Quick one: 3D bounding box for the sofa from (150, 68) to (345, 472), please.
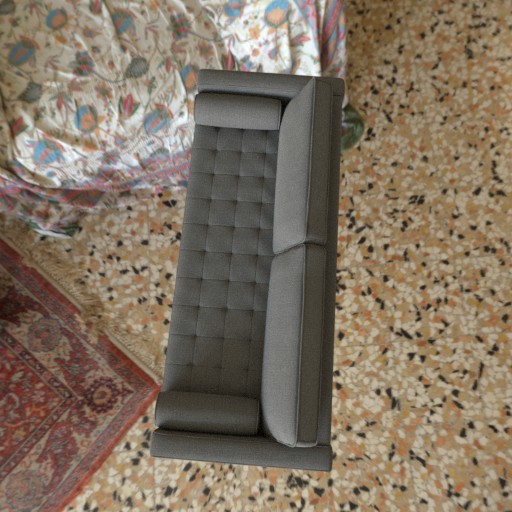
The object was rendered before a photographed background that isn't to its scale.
[{"bbox_3d":[0.000,0.000,2.587,0.914,0.762,2.198,4,76,1],"label":"sofa"}]
